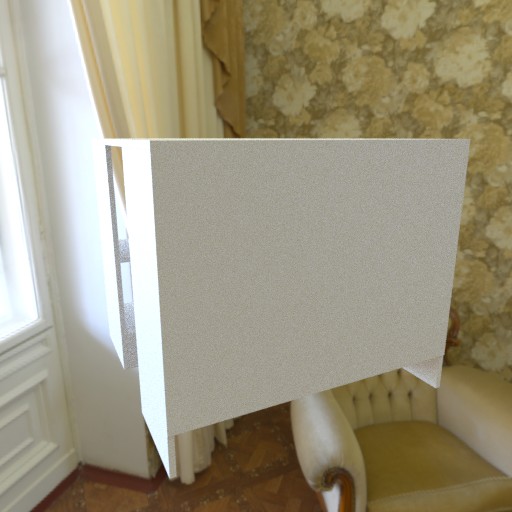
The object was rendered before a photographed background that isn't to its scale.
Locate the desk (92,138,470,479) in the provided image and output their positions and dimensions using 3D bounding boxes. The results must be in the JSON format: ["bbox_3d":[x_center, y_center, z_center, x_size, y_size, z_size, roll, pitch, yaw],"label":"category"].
[{"bbox_3d":[0.000,0.000,1.600,0.940,0.818,0.926,-7,17,-26],"label":"desk"}]
